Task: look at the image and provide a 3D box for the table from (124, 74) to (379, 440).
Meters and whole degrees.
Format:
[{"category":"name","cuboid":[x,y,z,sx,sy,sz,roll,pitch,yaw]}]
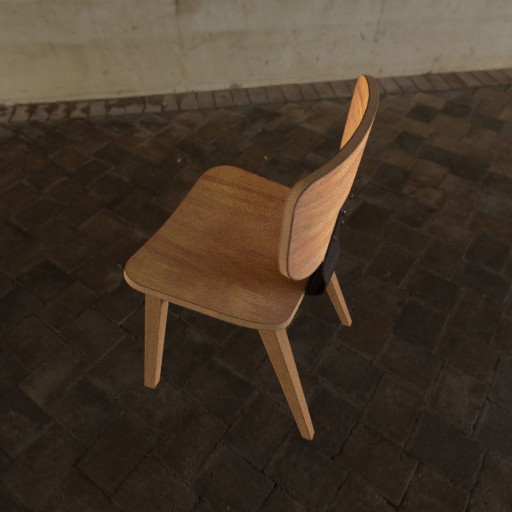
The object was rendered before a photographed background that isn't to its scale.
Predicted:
[{"category":"table","cuboid":[0.000,0.000,1.091,0.500,0.805,0.499,17,48,16]}]
